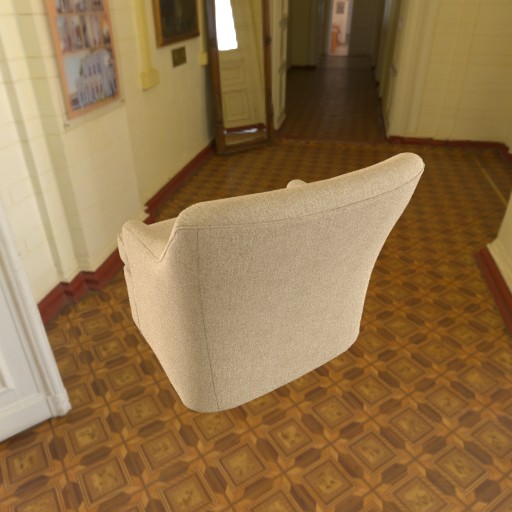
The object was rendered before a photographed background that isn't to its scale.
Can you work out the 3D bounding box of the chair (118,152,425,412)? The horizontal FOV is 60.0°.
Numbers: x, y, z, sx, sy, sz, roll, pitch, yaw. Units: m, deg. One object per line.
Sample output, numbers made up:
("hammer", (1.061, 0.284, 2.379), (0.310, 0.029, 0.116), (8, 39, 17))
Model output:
("chair", (0.000, 0.000, 1.637), (0.864, 0.856, 0.923), (-18, 35, -28))
